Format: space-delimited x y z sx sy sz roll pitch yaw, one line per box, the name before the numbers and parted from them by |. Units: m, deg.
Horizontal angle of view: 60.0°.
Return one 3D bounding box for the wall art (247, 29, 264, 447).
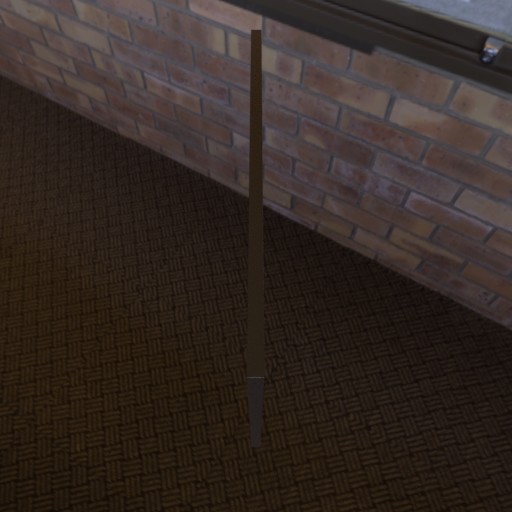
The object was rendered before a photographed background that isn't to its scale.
wall art | 0.000 0.000 0.532 0.012 0.332 0.383 0 59 0
